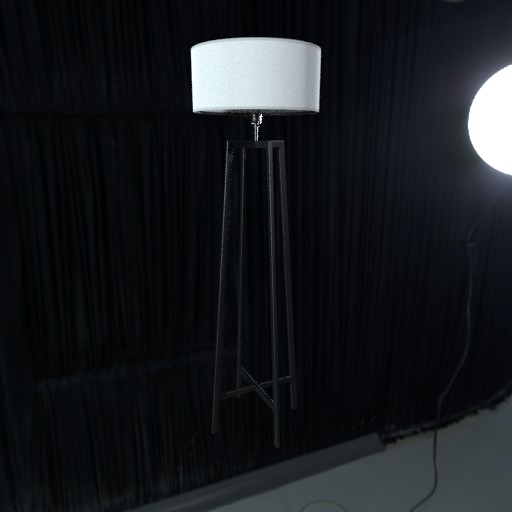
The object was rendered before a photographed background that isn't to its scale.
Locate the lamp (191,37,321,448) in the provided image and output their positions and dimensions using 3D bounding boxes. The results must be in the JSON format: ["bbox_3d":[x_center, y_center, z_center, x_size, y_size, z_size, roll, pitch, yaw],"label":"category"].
[{"bbox_3d":[0.000,0.000,1.776,0.456,1.510,0.457,-7,17,-25],"label":"lamp"}]
